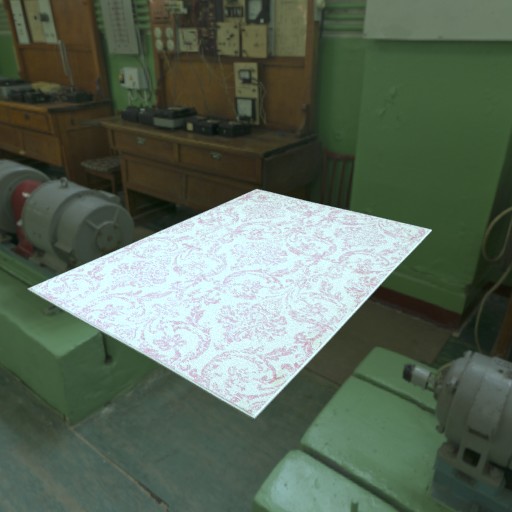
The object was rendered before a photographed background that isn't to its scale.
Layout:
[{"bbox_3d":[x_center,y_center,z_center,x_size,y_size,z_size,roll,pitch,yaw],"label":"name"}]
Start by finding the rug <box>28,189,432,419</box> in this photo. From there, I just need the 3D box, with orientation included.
[{"bbox_3d":[0.000,0.000,2.880,1.598,0.014,2.202,18,32,32],"label":"rug"}]
